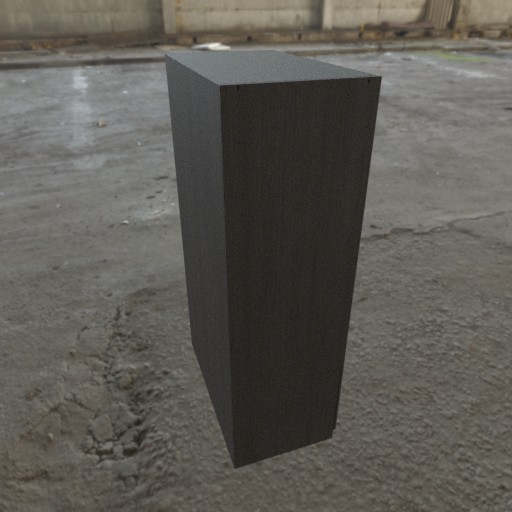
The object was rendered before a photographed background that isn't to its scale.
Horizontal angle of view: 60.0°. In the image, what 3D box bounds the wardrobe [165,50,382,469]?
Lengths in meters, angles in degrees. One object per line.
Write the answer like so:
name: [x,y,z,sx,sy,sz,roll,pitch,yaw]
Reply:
wardrobe: [0.000,0.000,2.248,0.577,1.808,0.991,-10,31,-17]
